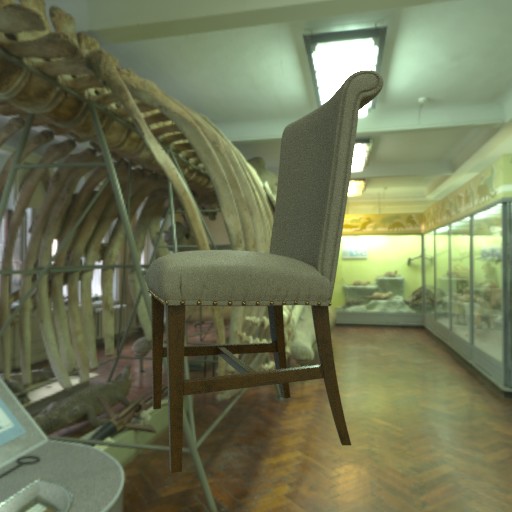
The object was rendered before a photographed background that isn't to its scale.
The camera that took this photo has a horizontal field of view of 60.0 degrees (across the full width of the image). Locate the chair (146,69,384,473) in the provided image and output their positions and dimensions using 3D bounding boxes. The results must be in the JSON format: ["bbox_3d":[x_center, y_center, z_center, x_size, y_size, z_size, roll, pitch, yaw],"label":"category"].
[{"bbox_3d":[0.000,0.000,1.324,0.608,0.988,0.513,0,-1,-18],"label":"chair"}]
